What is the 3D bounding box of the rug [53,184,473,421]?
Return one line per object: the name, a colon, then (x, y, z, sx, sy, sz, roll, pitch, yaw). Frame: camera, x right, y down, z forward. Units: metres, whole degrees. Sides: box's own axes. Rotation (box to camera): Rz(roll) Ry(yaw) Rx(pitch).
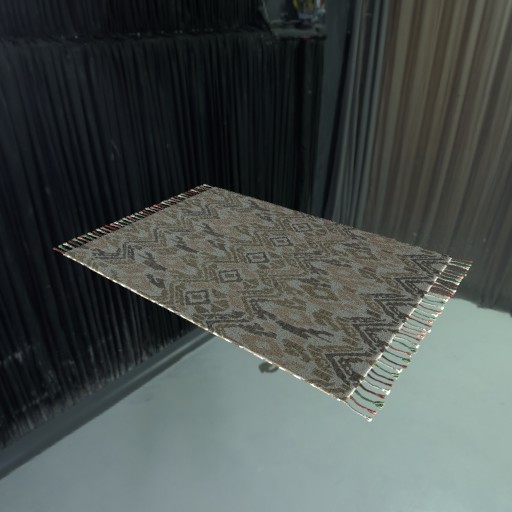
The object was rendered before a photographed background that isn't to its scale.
rug: (0.000, 0.000, 2.276, 1.829, 0.008, 1.219, 21, 36, 31)
